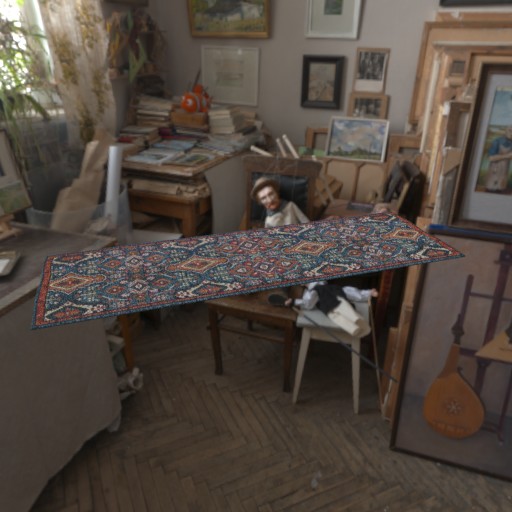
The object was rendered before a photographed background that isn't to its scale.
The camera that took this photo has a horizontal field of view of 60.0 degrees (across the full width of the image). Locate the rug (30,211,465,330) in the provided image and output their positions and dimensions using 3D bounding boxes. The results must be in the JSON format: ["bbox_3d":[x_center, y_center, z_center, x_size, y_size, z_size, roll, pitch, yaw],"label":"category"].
[{"bbox_3d":[0.000,0.000,2.715,2.459,0.010,0.801,-8,28,-16],"label":"rug"}]
